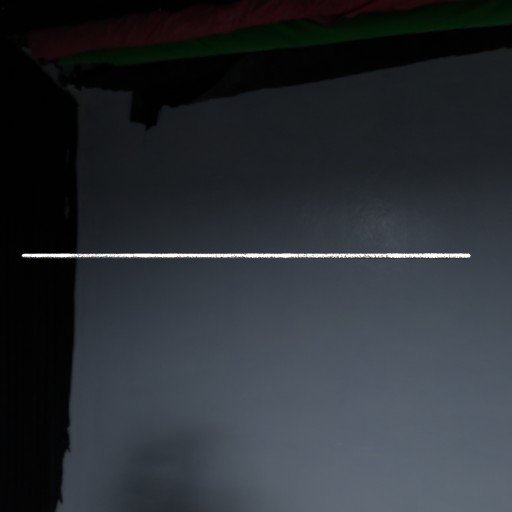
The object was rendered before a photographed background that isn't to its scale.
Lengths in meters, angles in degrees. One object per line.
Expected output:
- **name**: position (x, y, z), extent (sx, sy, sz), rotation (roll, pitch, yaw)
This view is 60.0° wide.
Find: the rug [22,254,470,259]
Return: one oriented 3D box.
- **rug**: position (0.000, 0.000, 3.403), extent (2.701, 0.026, 1.801), rotation (0, 0, 16)
